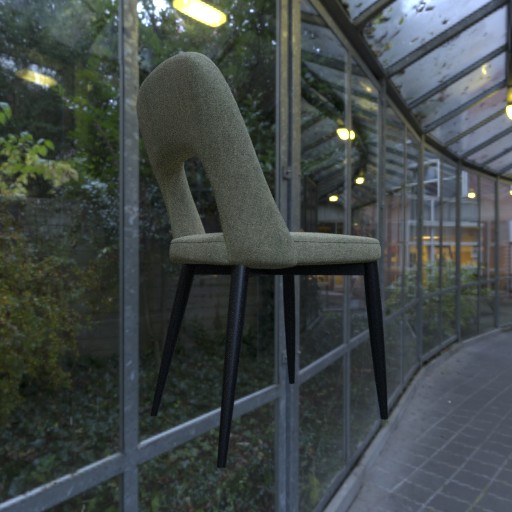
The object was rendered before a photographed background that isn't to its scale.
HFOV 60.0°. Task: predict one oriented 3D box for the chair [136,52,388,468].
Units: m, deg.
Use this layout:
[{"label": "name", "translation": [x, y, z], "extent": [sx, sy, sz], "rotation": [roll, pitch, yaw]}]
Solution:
[{"label": "chair", "translation": [0.000, 0.000, 1.251], "extent": [0.612, 0.931, 0.470], "rotation": [0, 0, -34]}]
